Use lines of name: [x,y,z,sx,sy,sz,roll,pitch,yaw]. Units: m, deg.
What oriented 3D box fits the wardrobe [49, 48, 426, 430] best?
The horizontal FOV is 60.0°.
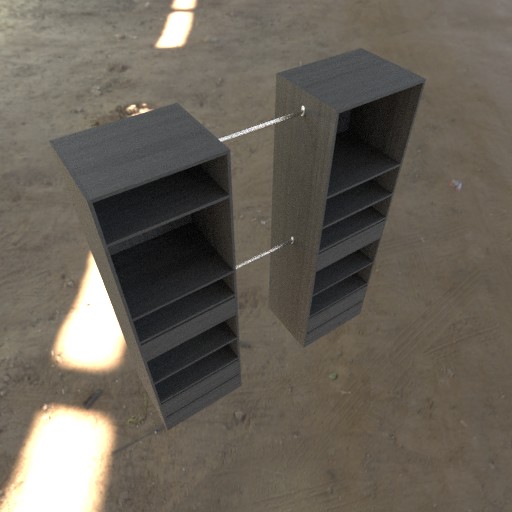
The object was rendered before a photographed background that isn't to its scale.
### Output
wardrobe: [0.000,0.000,2.781,1.770,2.000,0.480,-26,51,-23]
